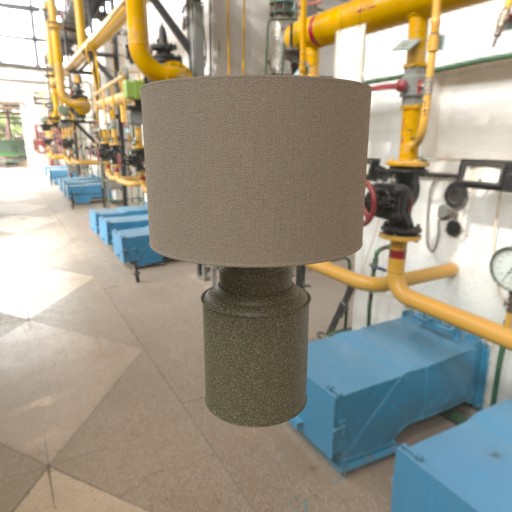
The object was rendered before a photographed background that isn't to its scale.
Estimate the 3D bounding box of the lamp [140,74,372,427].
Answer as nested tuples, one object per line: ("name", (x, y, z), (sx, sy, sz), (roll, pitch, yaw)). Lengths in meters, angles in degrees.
("lamp", (0.000, 0.000, 0.685), (0.318, 0.486, 0.318), (0, 14, 0))
